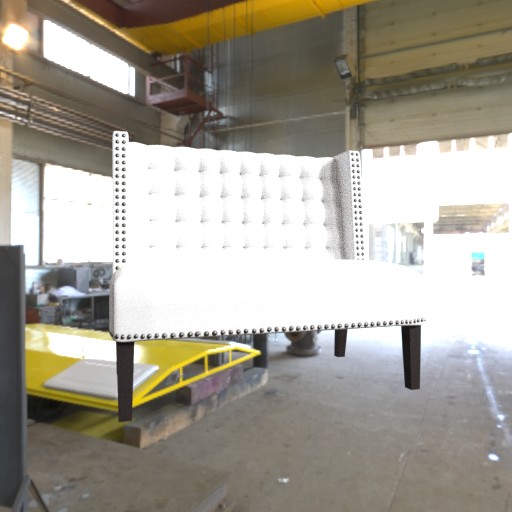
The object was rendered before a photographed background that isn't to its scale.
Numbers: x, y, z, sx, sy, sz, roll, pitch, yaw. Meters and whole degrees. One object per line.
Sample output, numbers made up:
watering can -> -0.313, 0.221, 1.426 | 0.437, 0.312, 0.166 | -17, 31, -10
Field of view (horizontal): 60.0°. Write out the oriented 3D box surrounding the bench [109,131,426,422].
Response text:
bench -> 0.000, 0.000, 2.034 | 1.280, 1.123, 0.847 | 0, 0, -18
